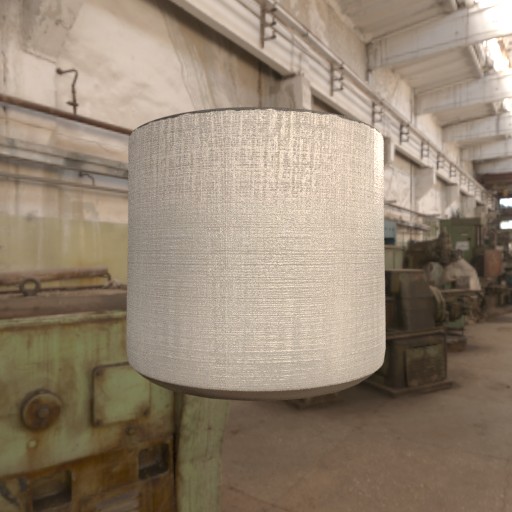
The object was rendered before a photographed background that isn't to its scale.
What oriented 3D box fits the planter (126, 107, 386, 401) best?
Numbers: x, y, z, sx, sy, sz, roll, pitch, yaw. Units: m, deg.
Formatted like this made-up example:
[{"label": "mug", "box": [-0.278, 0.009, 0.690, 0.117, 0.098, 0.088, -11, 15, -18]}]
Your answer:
[{"label": "planter", "box": [0.000, 0.000, 0.223, 0.125, 0.112, 0.125, 0, 1, 0]}]
